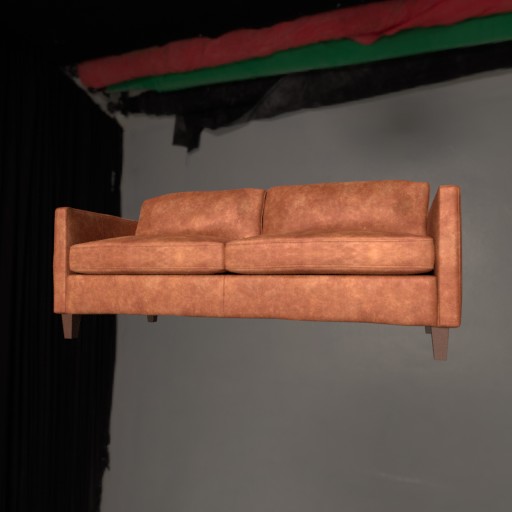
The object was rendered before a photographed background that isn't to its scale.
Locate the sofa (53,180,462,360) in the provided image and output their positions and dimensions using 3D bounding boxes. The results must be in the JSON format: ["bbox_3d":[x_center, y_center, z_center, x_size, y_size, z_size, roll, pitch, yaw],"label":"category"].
[{"bbox_3d":[0.000,0.000,2.403,1.971,0.863,0.923,-1,-2,19],"label":"sofa"}]
